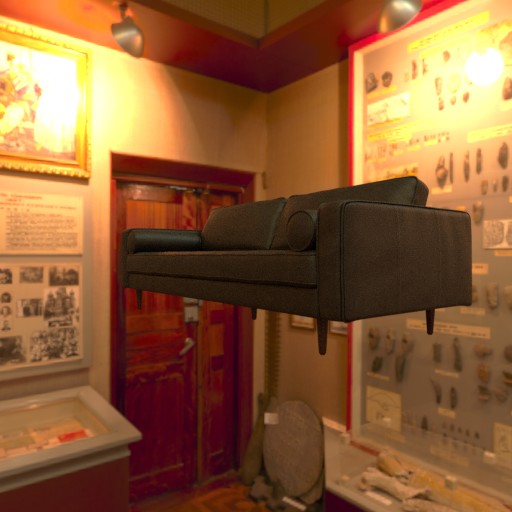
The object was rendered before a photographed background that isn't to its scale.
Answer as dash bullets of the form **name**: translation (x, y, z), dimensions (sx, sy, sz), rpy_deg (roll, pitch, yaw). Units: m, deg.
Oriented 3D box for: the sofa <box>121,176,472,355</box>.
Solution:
- **sofa**: translation (0.000, 0.000, 2.655), dimensions (0.914, 0.762, 2.210), rpy_deg (0, 0, -37)
